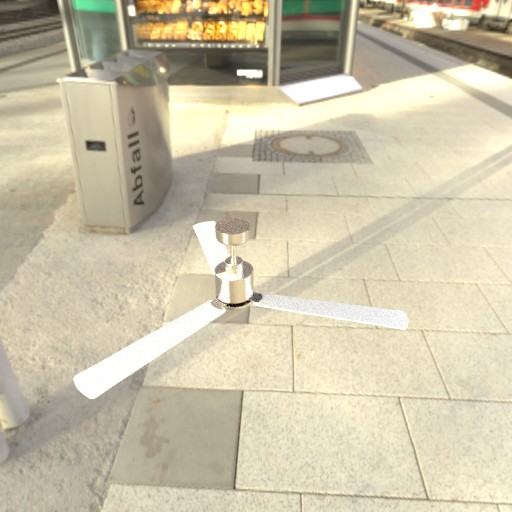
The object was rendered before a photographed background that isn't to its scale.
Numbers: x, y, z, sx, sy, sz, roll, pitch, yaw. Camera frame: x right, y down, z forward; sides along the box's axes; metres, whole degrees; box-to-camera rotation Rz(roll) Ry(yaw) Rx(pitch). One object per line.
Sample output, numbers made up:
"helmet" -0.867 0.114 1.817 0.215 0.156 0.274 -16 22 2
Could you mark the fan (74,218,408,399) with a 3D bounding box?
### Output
"fan" 0.000 0.000 2.354 1.531 0.446 1.561 0 32 0
